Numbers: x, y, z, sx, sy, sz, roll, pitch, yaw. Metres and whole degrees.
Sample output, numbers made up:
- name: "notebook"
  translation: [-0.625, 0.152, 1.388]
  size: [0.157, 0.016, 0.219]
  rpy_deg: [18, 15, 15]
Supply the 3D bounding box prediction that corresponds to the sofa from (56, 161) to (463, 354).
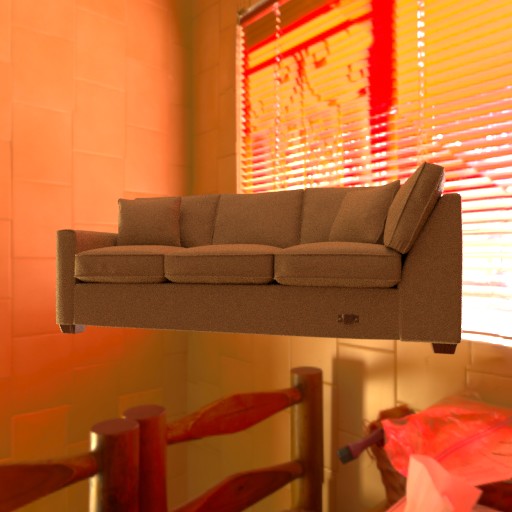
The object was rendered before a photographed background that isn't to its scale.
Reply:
- name: "sofa"
  translation: [0.000, 0.000, 2.848]
  size: [2.317, 0.962, 1.061]
  rpy_deg: [0, -1, 17]
